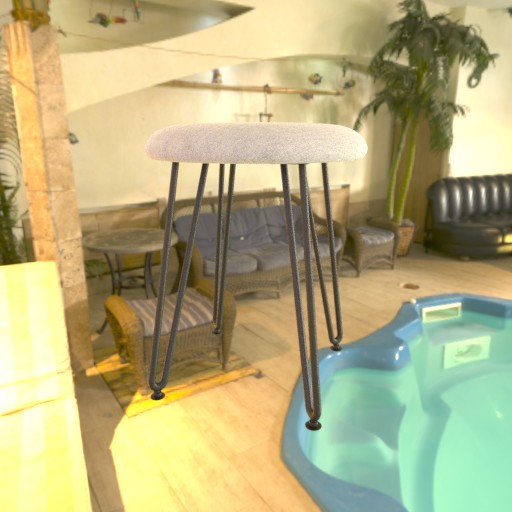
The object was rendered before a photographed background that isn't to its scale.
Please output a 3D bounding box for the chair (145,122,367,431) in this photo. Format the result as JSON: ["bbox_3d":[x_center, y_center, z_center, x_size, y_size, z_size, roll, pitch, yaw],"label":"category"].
[{"bbox_3d":[0.000,0.000,0.673,0.350,0.386,0.350,-8,17,-27],"label":"chair"}]
